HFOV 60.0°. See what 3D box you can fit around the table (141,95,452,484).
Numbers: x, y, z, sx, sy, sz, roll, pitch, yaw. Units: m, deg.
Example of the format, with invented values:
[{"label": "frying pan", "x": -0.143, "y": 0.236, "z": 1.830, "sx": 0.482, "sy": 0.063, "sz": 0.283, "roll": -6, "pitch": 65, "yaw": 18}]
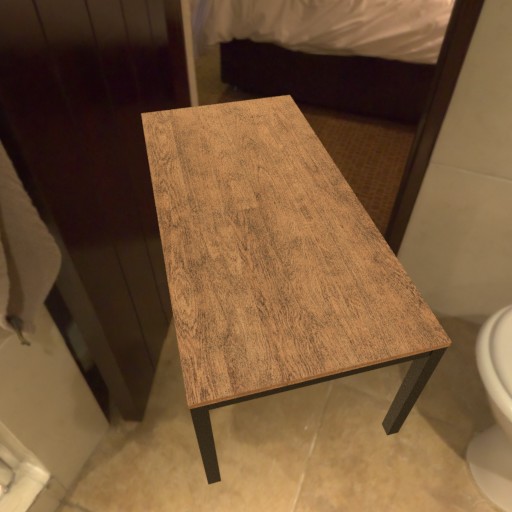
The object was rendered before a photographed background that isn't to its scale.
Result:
[{"label": "table", "x": 0.000, "y": 0.000, "z": 2.293, "sx": 0.893, "sy": 0.767, "sz": 1.805, "roll": -11, "pitch": 47, "yaw": -10}]
